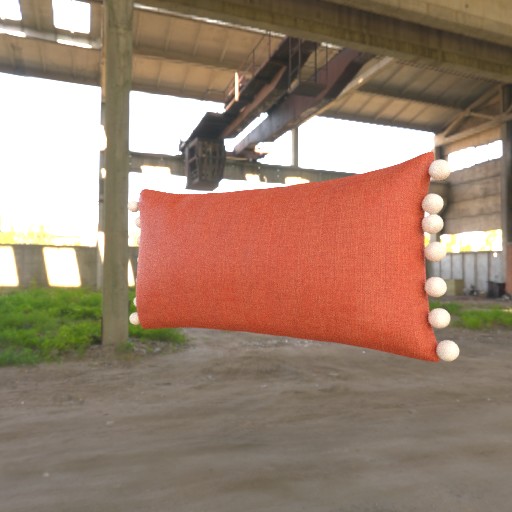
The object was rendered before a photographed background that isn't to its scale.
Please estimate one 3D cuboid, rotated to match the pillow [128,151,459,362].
[{"bbox_3d":[0.000,0.000,0.831,0.709,0.322,0.201,-1,-2,37],"label":"pillow"}]
